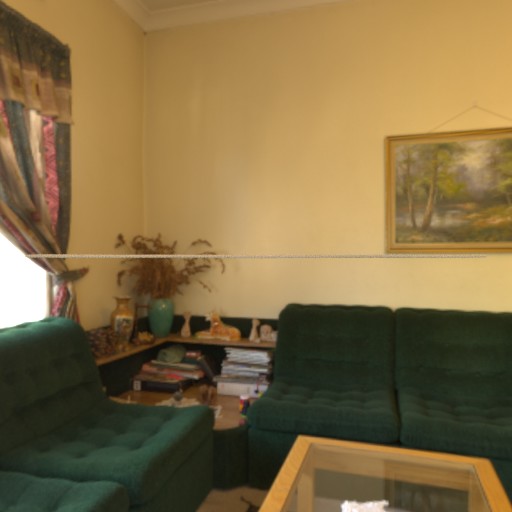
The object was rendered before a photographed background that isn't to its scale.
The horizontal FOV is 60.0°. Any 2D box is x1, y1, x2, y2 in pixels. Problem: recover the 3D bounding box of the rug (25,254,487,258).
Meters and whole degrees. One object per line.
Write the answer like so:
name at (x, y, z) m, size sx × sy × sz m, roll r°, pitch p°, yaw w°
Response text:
rug at (0.000, 0.000, 3.124) m, size 2.459 × 0.023 × 1.575 m, roll 0°, pitch 0°, yaw 0°
